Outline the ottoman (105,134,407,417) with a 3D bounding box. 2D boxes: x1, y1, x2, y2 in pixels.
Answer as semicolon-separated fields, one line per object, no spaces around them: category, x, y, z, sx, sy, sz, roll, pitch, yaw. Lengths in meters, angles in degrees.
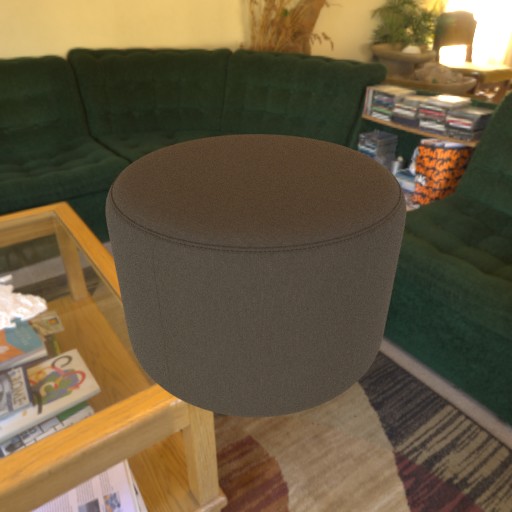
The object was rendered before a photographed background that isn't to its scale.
ottoman;0.000;0.000;1.008;0.608;0.433;0.608;0;31;0
